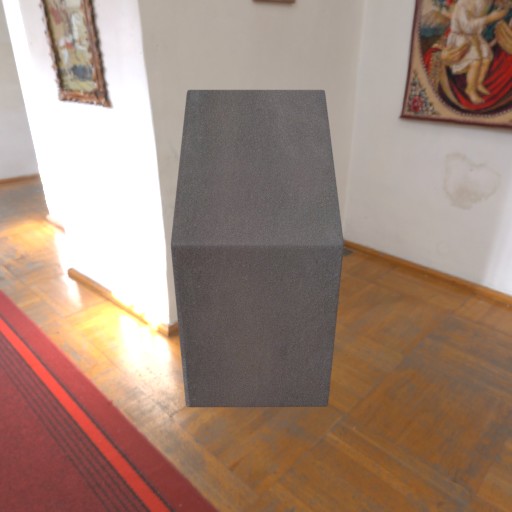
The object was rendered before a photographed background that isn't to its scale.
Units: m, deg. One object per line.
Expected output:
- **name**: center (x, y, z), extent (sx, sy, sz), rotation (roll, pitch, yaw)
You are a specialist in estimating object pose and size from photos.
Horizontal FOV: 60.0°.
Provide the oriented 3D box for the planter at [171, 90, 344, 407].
- **planter**: center (0.000, 0.000, 0.292), extent (0.077, 0.206, 0.169), rotation (0, 27, 0)
